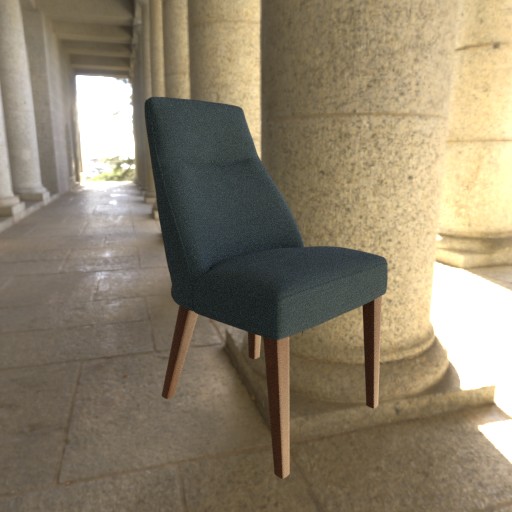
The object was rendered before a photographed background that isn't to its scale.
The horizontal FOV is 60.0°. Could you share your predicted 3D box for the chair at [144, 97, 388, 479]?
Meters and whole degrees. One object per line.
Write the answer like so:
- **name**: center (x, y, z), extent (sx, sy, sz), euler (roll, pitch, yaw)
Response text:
- **chair**: center (0.000, 0.000, 1.325), extent (0.620, 0.930, 0.500), euler (12, 17, 43)
